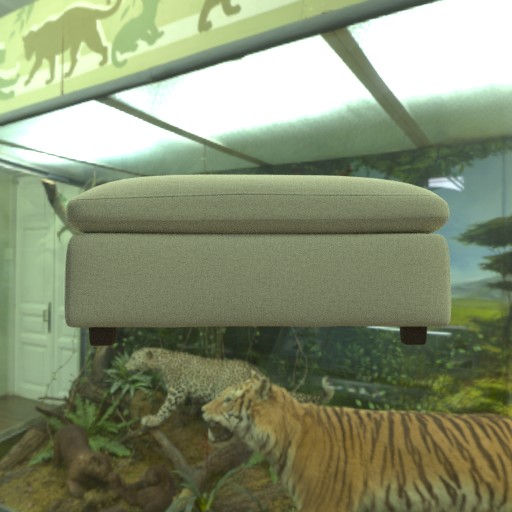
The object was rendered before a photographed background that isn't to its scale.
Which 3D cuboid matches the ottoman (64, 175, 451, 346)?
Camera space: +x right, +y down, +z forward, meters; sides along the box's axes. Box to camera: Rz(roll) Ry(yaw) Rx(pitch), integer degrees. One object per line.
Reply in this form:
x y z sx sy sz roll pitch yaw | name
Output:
0.000 0.000 1.550 0.996 0.467 0.977 0 -1 -1 | ottoman
